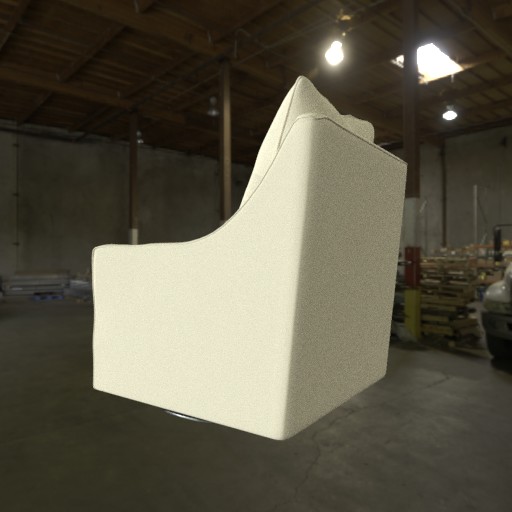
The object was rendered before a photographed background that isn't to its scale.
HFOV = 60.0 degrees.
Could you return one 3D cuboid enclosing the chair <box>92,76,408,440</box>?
[{"bbox_3d":[0.000,0.000,1.585,0.876,0.965,0.756,0,0,35],"label":"chair"}]
